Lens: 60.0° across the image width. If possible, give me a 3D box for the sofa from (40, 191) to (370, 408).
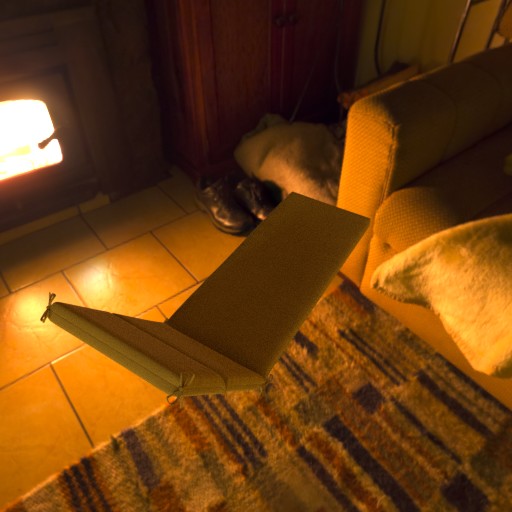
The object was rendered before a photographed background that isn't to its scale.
[{"bbox_3d":[0.000,0.000,1.933,0.582,0.622,1.663,23,48,23],"label":"sofa"}]
